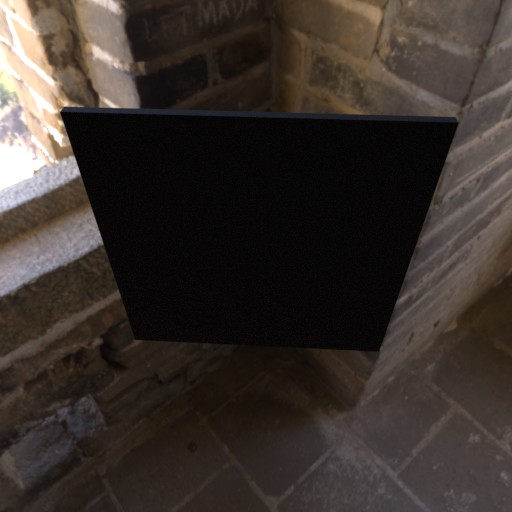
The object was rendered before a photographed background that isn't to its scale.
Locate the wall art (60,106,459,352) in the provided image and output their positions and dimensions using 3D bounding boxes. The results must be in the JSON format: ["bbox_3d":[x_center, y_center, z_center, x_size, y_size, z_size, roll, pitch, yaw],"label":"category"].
[{"bbox_3d":[0.000,0.000,0.671,0.456,0.458,0.013,2,45,2],"label":"wall art"}]
